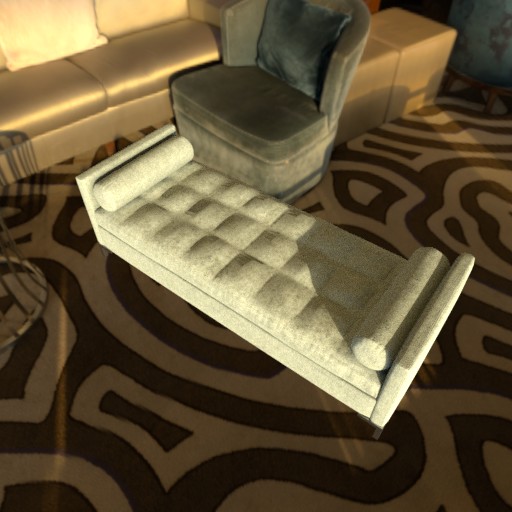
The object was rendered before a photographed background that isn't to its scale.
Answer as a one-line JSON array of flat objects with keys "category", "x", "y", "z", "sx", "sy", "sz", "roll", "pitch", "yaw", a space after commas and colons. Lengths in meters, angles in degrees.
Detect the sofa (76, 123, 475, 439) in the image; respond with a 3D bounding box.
[{"category": "sofa", "x": 0.000, "y": 0.000, "z": 2.581, "sx": 2.102, "sy": 0.657, "sz": 0.797, "roll": 29, "pitch": 53, "yaw": 25}]
